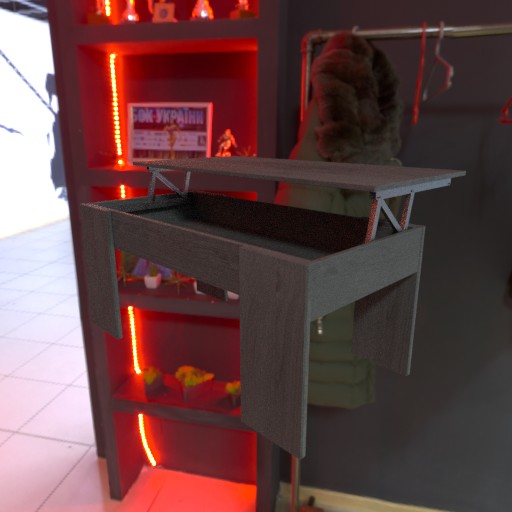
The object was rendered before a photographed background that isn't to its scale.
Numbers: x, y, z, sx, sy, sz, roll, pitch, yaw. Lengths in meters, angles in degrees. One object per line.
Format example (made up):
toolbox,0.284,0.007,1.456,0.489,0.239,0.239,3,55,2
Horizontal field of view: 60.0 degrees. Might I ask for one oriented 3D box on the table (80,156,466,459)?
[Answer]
table,0.000,0.000,1.453,0.711,0.570,1.000,-15,22,-43
